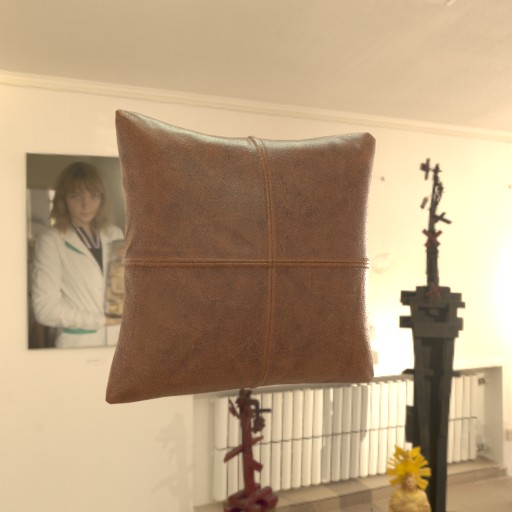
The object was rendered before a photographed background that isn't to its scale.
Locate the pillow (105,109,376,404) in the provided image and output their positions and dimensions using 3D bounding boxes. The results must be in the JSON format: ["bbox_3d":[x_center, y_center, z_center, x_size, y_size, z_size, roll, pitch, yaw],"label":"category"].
[{"bbox_3d":[0.000,0.000,0.756,0.484,0.470,0.192,0,-1,-18],"label":"pillow"}]
